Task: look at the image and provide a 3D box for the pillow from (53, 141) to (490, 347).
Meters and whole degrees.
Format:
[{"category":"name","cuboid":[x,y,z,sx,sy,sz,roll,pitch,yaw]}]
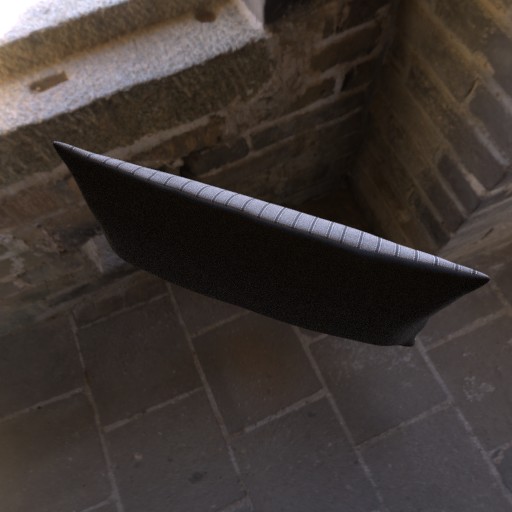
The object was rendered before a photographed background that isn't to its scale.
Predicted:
[{"category":"pillow","cuboid":[0.000,0.000,0.713,0.609,0.305,0.151,18,65,8]}]
